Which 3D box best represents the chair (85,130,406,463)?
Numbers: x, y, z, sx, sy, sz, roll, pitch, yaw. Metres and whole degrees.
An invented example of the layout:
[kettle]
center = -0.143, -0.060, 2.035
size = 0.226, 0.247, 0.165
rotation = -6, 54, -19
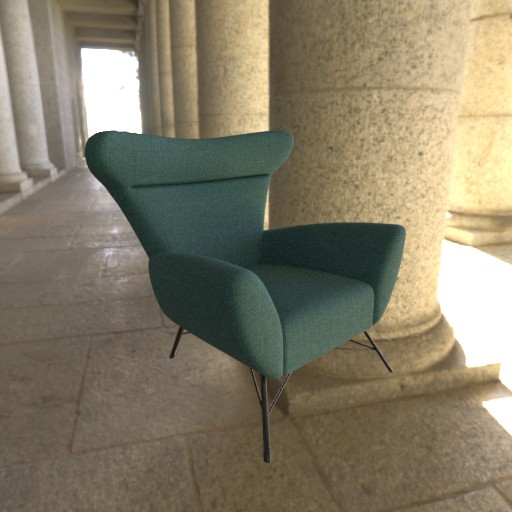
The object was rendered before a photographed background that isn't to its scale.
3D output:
[chair]
center = 0.000, 0.000, 1.788
size = 1.050, 0.980, 0.900
rotation = -15, 22, -43
